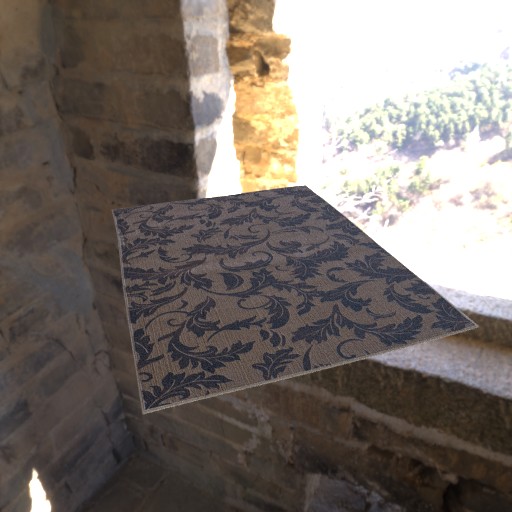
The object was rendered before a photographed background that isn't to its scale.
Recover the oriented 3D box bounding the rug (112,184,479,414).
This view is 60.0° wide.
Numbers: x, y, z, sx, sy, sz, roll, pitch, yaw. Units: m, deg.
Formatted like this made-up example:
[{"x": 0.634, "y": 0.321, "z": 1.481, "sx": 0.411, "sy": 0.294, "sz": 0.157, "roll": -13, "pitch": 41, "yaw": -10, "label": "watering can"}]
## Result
[{"x": 0.000, "y": 0.000, "z": 4.041, "sx": 2.380, "sy": 0.008, "sz": 2.977, "roll": -10, "pitch": 32, "yaw": -16, "label": "rug"}]
